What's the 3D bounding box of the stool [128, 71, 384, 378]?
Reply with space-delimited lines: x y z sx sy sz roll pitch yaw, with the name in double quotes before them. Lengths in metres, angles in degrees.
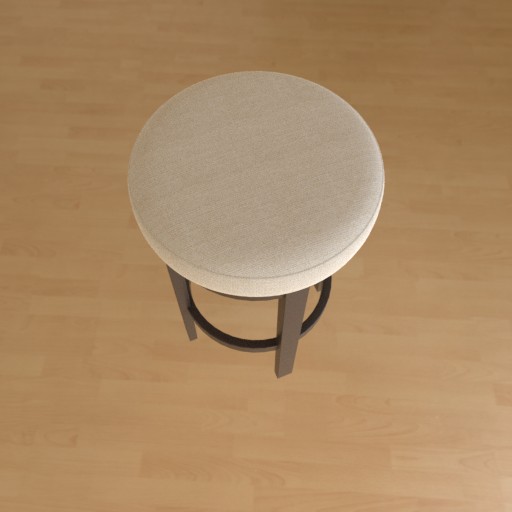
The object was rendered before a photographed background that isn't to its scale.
"stool" 0.000 0.000 1.044 0.446 0.758 0.446 0 64 0
